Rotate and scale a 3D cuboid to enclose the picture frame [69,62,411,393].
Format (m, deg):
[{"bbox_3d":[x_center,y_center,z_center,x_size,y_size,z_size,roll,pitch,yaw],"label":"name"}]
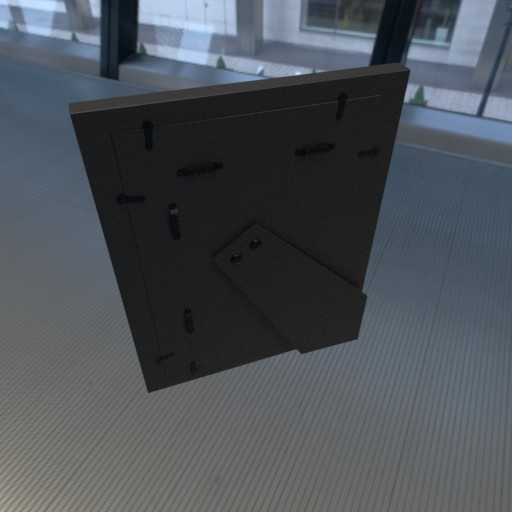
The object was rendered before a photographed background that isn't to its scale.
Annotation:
[{"bbox_3d":[0.000,0.000,0.506,0.307,0.383,0.036,-13,42,-15],"label":"picture frame"}]
